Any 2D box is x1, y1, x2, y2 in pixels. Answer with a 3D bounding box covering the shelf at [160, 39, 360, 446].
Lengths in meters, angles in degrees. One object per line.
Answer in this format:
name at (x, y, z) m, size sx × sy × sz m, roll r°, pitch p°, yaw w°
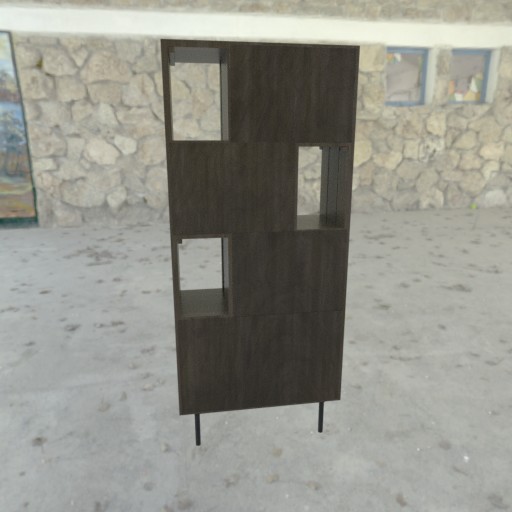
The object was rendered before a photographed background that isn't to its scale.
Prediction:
shelf at (0.000, 0.000, 1.815) m, size 0.670 × 1.545 × 0.323 m, roll -2°, pitch 15°, yaw -9°
